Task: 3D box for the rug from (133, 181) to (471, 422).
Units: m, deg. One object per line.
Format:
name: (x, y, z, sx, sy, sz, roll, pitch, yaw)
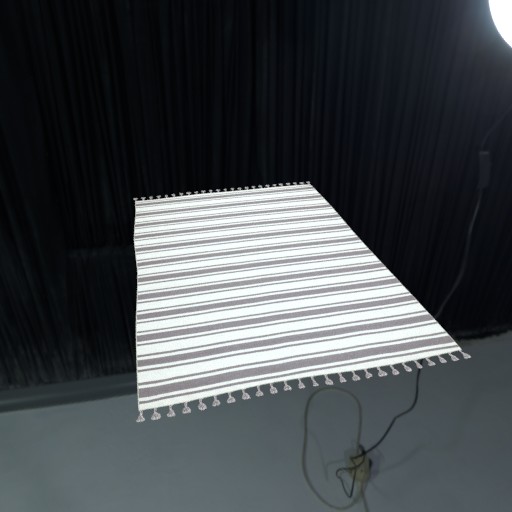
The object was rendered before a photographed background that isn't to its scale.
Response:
rug: (0.000, 0.000, 3.802, 2.030, 0.017, 3.040, -7, 32, -12)
